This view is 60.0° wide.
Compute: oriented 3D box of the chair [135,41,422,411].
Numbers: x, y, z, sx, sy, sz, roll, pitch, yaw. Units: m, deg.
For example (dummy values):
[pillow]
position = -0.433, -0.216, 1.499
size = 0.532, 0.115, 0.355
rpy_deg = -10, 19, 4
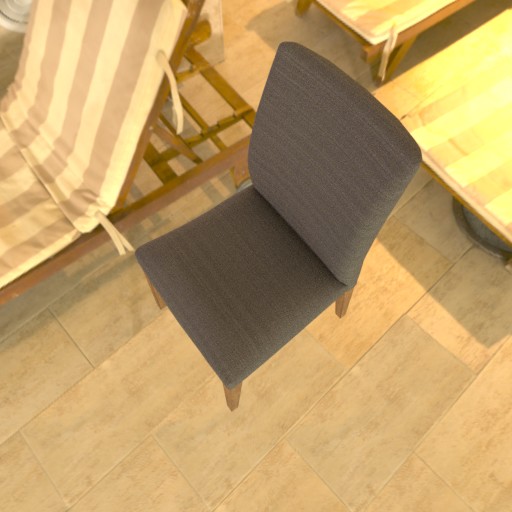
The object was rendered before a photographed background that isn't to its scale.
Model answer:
[chair]
position = 0.000, 0.000, 1.281
size = 0.585, 0.940, 0.496
rpy_deg = -34, 69, -15
